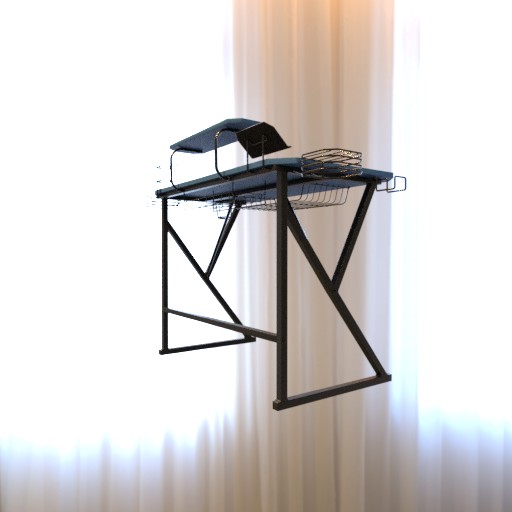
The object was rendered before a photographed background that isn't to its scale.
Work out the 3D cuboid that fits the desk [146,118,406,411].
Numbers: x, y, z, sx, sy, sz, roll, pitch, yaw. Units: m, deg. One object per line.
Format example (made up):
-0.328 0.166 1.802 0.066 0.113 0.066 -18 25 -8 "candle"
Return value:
0.000 0.000 1.805 0.594 0.909 1.295 0 1 -35 "desk"
